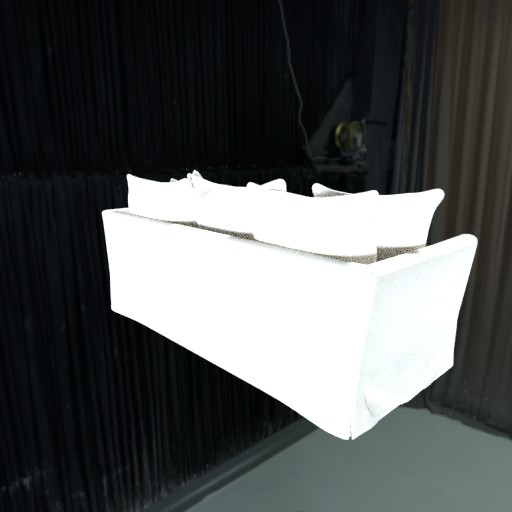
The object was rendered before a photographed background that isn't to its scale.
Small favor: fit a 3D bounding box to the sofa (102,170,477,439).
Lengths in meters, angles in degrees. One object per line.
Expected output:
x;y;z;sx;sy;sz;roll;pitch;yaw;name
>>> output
0.000;0.000;2.800;1.031;1.034;2.290;-12;18;-42;sofa
